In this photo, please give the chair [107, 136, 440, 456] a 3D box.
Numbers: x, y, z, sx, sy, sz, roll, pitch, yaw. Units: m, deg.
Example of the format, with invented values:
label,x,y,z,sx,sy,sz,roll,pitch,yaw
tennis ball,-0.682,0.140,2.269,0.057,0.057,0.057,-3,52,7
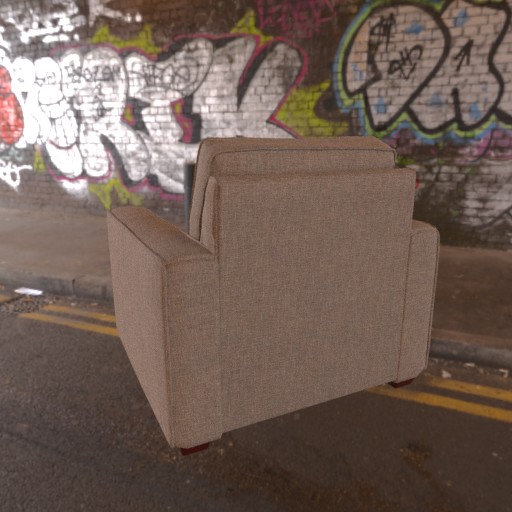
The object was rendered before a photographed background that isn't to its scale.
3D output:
label,x,y,z,sx,sy,sz,roll,pitch,yaw
chair,0.000,0.000,1.750,1.016,0.914,0.940,-7,17,-25
